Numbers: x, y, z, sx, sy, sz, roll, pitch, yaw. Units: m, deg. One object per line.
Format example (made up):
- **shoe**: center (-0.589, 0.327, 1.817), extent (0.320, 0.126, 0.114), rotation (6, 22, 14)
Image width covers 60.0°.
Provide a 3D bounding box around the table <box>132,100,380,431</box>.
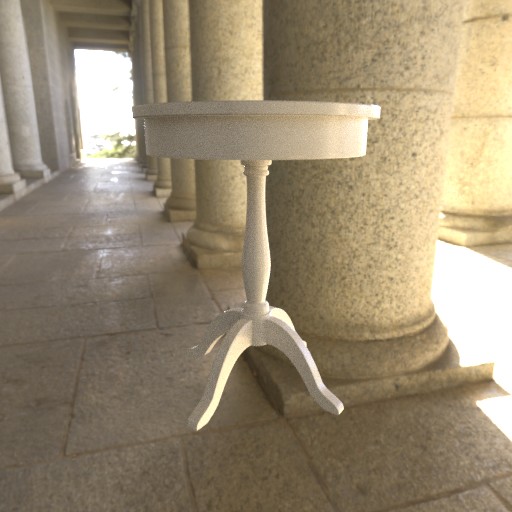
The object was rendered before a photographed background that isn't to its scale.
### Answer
- **table**: center (0.000, 0.000, 1.032), extent (0.513, 0.653, 0.513), rotation (0, 16, 0)
